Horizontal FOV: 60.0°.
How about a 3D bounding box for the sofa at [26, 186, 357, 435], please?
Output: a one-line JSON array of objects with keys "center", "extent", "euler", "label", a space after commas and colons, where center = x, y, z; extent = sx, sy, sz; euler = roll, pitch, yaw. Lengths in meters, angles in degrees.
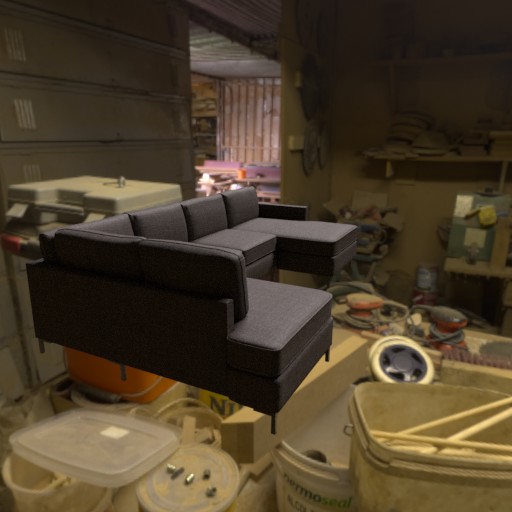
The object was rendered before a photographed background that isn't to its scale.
[{"center": [0.000, 0.000, 4.249], "extent": [2.048, 0.999, 3.423], "euler": [8, 17, 27], "label": "sofa"}]
